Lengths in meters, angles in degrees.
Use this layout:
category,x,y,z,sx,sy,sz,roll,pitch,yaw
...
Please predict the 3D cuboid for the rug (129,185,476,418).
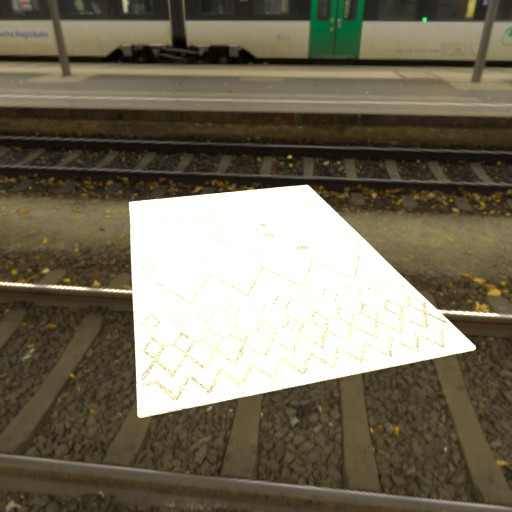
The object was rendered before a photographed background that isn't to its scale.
category,x,y,z,sx,sy,sz,roll,pitch,yaw
rug,0.000,0.000,2.312,1.260,0.009,1.820,-7,30,-13
